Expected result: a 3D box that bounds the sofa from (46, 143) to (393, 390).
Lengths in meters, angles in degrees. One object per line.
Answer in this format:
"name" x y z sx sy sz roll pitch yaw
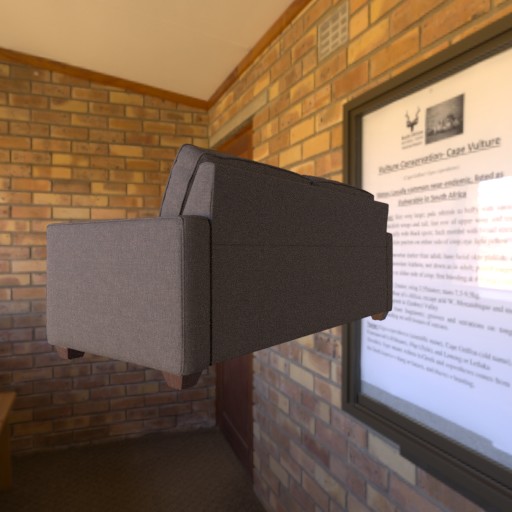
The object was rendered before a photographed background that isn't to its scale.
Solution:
"sofa" 0.000 0.000 2.582 0.940 0.919 2.080 1 1 37
